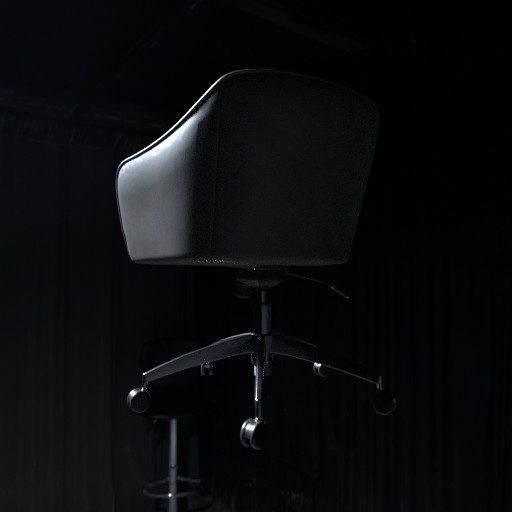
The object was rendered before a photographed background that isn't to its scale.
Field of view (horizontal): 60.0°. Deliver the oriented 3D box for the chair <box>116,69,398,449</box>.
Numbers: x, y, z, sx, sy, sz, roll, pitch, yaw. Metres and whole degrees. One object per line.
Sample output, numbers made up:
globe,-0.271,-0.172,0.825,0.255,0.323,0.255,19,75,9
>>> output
chair,0.000,0.000,1.313,0.713,0.827,0.689,1,-2,-35
